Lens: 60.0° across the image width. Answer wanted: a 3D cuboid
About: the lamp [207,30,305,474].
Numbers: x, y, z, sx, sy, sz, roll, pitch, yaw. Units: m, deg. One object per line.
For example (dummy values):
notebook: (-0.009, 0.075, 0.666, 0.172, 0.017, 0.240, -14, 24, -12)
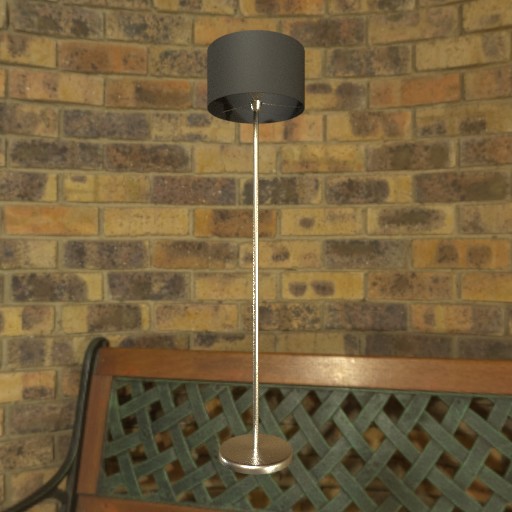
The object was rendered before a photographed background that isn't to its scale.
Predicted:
lamp: (0.000, 0.000, 1.593, 0.348, 1.443, 0.348, 0, 1, -19)
